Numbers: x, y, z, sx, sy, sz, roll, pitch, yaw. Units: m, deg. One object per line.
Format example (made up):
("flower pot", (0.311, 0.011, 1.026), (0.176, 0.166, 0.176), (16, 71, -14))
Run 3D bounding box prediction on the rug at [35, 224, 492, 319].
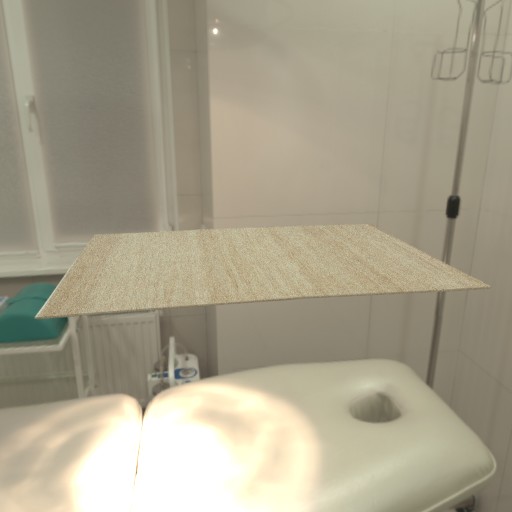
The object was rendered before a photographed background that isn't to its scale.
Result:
("rug", (0.000, 0.000, 2.968), (2.346, 0.029, 1.574), (-3, 17, -9))
